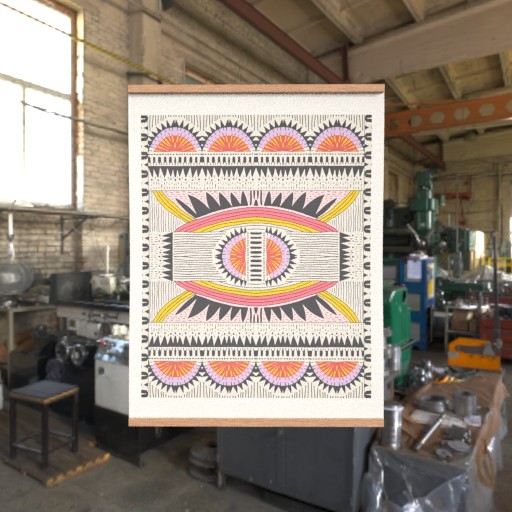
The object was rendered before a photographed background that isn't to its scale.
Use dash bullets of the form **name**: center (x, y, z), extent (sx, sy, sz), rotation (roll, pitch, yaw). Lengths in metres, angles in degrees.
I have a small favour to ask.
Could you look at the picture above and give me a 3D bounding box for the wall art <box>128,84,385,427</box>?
- **wall art**: center (0.000, 0.000, 1.330), extent (0.765, 1.016, 0.028), rotation (0, 0, 0)
